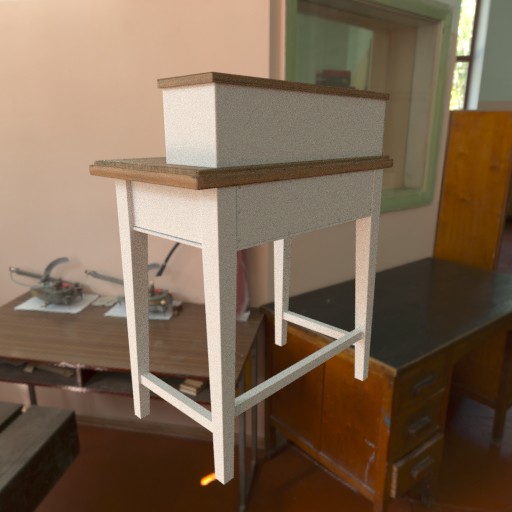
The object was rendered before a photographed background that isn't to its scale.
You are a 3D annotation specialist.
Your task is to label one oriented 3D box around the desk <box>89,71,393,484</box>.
[{"bbox_3d":[0.000,0.000,1.397,0.462,0.981,0.814,15,21,42],"label":"desk"}]
